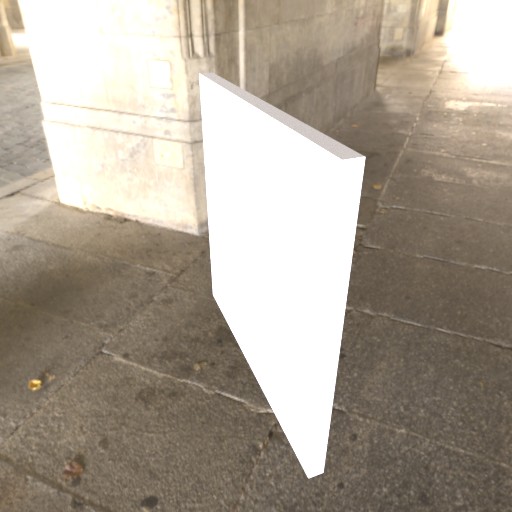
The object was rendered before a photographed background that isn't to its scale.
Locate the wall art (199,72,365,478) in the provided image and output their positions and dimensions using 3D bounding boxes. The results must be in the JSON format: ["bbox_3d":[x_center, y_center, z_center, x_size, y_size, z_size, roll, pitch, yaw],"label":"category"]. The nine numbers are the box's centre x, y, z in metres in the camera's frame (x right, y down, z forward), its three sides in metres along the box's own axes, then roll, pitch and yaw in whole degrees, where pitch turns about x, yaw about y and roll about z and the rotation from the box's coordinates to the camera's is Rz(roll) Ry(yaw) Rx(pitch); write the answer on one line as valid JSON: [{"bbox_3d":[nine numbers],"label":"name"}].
[{"bbox_3d":[0.000,0.000,0.831,0.028,0.559,0.559,-12,33,-18],"label":"wall art"}]
